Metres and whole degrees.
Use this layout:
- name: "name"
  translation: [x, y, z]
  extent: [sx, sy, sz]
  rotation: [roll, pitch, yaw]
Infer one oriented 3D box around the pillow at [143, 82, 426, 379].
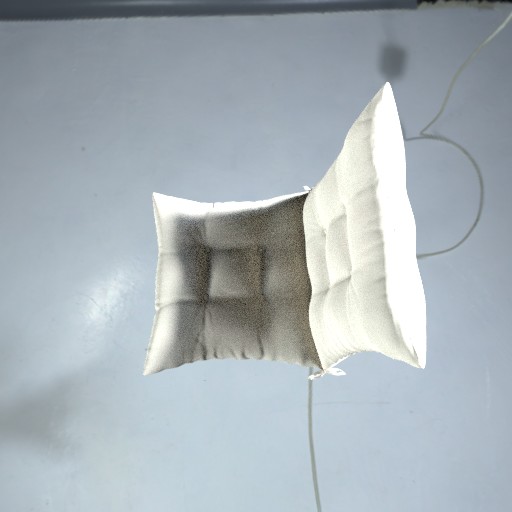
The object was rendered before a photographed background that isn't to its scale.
- name: "pillow"
  translation: [0.000, 0.000, 0.987]
  extent: [0.585, 0.536, 0.541]
  rotation: [-1, 75, 0]
